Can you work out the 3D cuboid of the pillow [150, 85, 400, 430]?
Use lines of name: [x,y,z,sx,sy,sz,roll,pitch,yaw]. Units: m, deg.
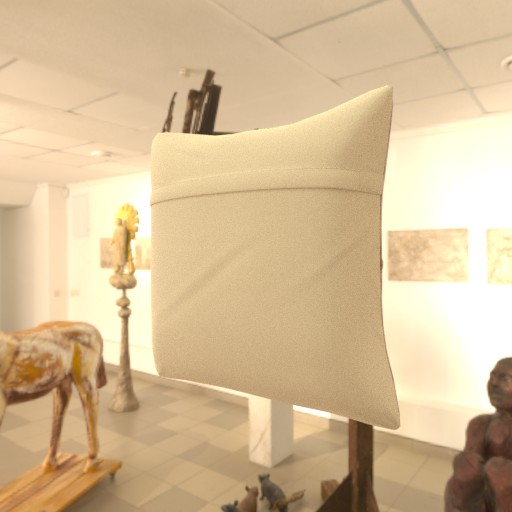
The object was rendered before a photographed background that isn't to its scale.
pillow: [0.000,0.000,0.732,0.484,0.470,0.192,1,1,36]
